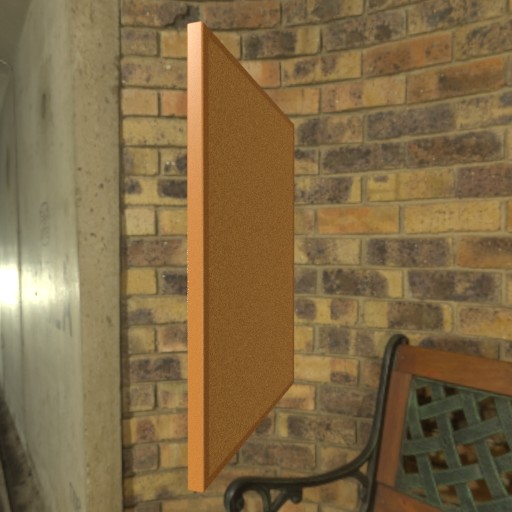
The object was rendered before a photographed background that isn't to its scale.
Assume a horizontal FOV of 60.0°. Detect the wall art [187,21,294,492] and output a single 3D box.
[{"bbox_3d":[0.000,0.000,0.504,0.015,0.379,0.310,0,1,19],"label":"wall art"}]
